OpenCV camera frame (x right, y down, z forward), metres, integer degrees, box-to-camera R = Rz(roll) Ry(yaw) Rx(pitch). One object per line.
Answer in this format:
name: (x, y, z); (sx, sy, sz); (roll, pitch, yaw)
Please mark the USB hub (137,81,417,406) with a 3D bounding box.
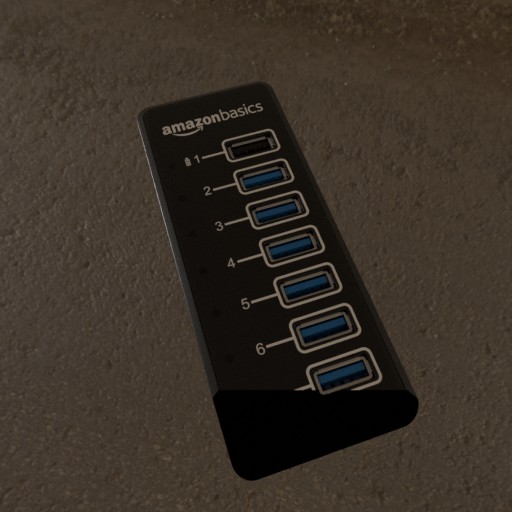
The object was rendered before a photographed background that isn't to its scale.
USB hub: (0.000, 0.000, 0.128); (0.044, 0.023, 0.110); (-16, 65, -8)
